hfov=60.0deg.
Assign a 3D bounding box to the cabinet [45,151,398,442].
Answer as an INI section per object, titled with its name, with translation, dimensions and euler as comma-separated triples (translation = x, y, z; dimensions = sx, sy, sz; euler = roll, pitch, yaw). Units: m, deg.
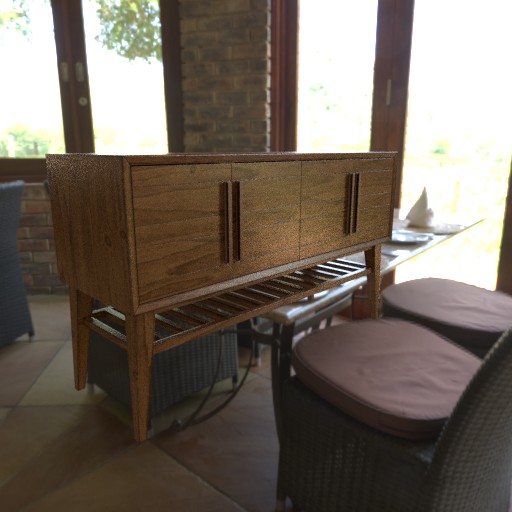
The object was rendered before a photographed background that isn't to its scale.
[cabinet]
translation = 0.000, 0.000, 1.766
dimensions = 0.477, 0.802, 1.363
euler = 13, 19, 43
